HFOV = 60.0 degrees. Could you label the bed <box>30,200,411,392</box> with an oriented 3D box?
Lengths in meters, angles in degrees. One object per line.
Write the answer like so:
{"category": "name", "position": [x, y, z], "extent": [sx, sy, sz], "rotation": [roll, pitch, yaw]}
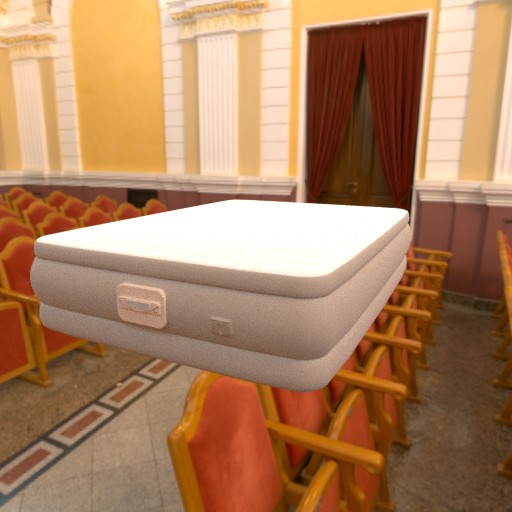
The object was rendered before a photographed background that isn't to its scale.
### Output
{"category": "bed", "position": [0.000, 0.000, 2.601], "extent": [1.520, 0.460, 2.036], "rotation": [7, 15, 26]}
